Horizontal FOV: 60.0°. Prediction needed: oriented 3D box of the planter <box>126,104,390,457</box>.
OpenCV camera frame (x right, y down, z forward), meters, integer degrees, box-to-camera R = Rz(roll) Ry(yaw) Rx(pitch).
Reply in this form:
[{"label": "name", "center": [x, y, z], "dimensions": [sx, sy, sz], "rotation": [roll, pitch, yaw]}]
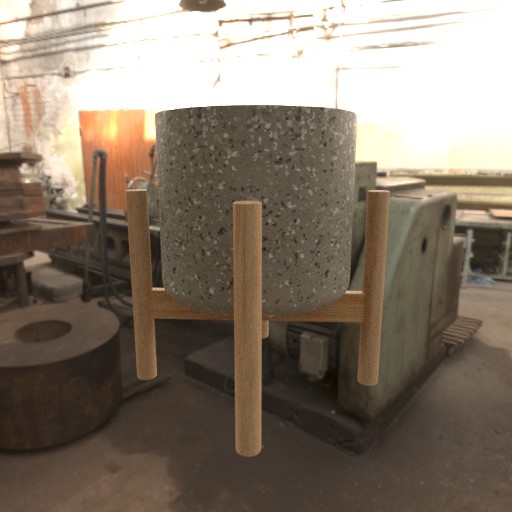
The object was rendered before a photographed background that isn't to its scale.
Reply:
[{"label": "planter", "center": [0.000, 0.000, 0.531], "dimensions": [0.284, 0.320, 0.284], "rotation": [6, 14, 25]}]
